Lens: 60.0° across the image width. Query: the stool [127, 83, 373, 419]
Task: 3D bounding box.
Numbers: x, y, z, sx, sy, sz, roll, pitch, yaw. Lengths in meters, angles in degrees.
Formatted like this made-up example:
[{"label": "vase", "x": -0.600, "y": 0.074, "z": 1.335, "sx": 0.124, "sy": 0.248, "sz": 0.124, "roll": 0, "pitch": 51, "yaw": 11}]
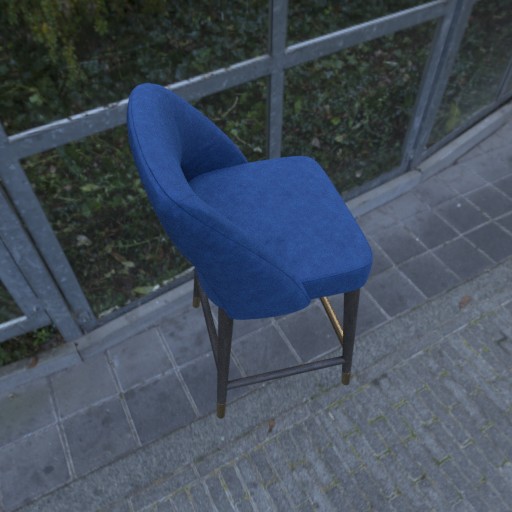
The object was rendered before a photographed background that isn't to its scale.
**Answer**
[{"label": "stool", "x": 0.000, "y": 0.000, "z": 1.236, "sx": 0.524, "sy": 0.925, "sz": 0.536, "roll": -11, "pitch": 48, "yaw": -10}]
